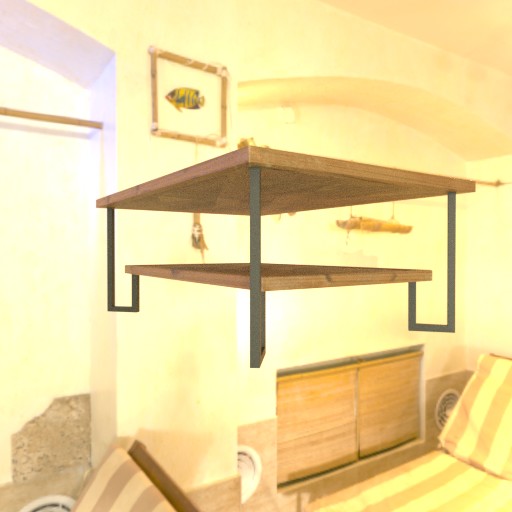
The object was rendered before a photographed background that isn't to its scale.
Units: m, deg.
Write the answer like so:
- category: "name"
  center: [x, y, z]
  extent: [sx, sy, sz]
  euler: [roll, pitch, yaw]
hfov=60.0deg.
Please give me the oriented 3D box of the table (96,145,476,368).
- category: "table"
  center: [0.000, 0.000, 1.699]
  extent: [0.877, 0.492, 1.238]
  euler: [0, 1, -34]
